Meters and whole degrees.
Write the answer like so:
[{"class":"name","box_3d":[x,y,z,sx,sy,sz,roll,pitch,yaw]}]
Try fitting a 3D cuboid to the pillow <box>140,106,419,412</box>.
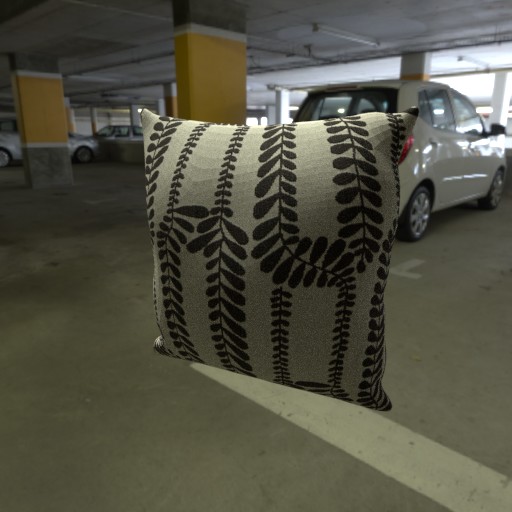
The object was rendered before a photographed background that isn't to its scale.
[{"class":"pillow","box_3d":[0.000,0.000,0.683,0.440,0.441,0.182,8,17,26]}]
